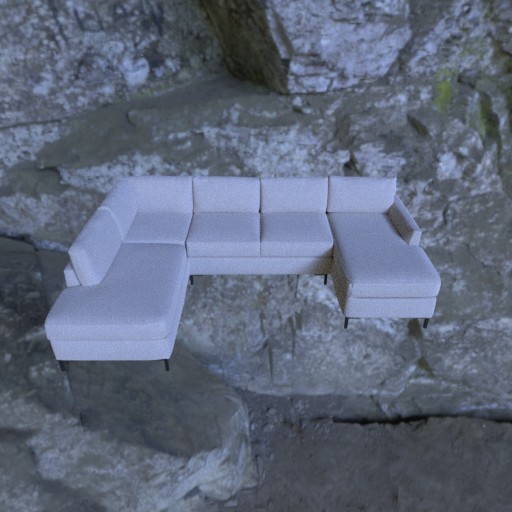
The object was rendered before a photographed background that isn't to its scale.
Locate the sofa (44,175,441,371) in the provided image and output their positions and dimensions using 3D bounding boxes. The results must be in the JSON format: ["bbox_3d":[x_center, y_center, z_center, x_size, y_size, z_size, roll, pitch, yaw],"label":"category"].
[{"bbox_3d":[0.000,0.000,3.909,2.984,0.862,1.989,0,32,0],"label":"sofa"}]
